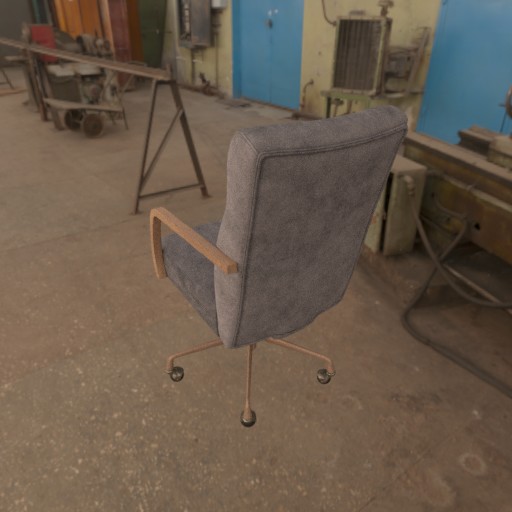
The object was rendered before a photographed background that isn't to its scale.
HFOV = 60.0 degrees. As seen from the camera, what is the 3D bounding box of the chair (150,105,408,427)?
[{"bbox_3d":[0.000,0.000,1.501,0.640,1.029,0.741,-19,34,-30],"label":"chair"}]
